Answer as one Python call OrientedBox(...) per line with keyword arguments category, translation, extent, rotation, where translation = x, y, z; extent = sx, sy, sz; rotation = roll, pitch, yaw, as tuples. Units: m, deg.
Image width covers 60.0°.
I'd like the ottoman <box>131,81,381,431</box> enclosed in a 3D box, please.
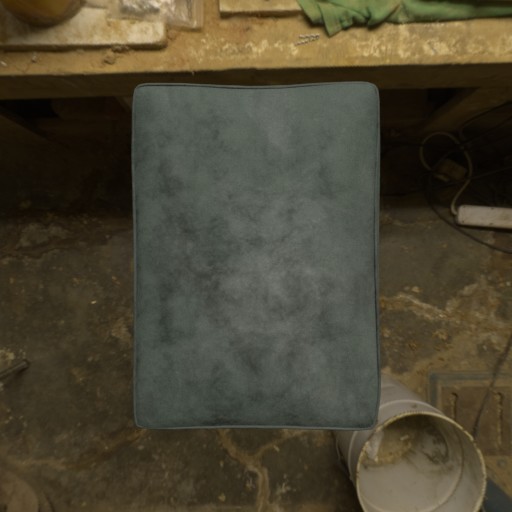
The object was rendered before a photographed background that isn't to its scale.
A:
OrientedBox(category="ottoman", translation=(0.000, 0.000, 1.276), extent=(0.632, 0.495, 0.864), rotation=(0, 91, 1))
